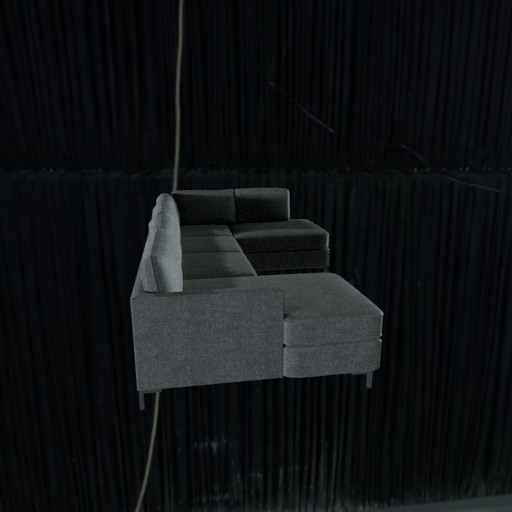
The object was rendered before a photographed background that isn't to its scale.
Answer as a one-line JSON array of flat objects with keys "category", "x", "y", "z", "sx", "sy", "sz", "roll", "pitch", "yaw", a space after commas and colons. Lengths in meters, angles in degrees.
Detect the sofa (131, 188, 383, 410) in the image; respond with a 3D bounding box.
[{"category": "sofa", "x": 0.000, "y": 0.000, "z": 4.345, "sx": 2.048, "sy": 0.999, "sz": 3.423, "roll": -3, "pitch": 15, "yaw": -10}]
